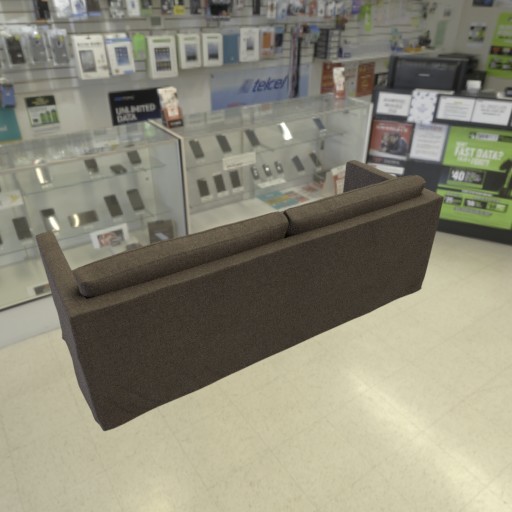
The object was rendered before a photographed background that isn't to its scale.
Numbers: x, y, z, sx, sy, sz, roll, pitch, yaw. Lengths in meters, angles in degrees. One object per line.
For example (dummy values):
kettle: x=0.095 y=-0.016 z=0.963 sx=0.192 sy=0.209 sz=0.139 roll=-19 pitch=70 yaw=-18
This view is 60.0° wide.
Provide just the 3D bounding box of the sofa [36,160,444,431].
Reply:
sofa: x=0.000 y=0.000 z=3.278 sx=2.779 sy=0.998 sz=1.036 roll=-18 pitch=36 yaw=-27
